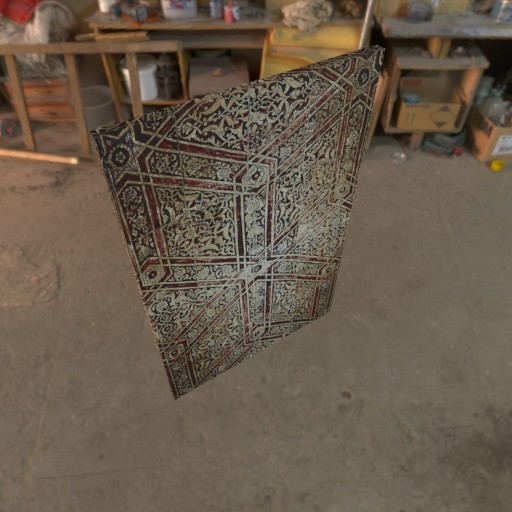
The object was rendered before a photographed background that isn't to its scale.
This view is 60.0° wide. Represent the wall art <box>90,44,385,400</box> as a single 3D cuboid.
[{"bbox_3d":[0.000,0.000,1.122,0.599,0.904,0.030,-25,52,-22],"label":"wall art"}]
